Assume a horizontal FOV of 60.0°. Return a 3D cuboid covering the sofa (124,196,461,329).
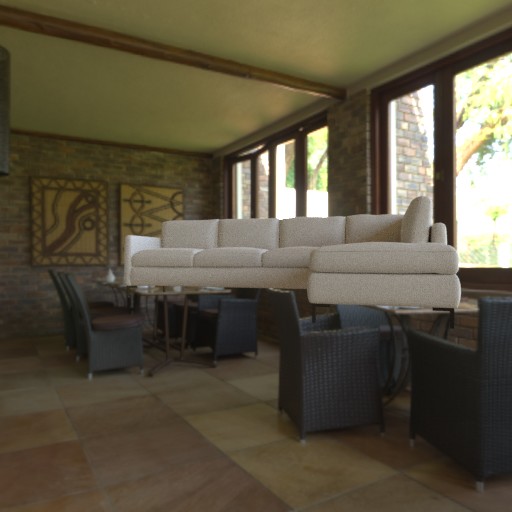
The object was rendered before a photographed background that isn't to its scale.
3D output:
[{"bbox_3d":[0.000,0.000,3.752,2.949,0.815,2.007,0,0,18],"label":"sofa"}]
